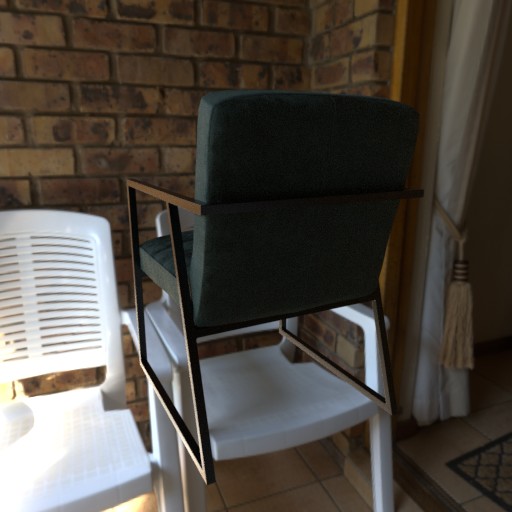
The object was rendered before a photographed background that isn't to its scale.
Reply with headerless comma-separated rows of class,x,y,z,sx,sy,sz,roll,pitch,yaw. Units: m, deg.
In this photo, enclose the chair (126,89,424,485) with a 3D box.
chair,0.000,0.000,1.264,0.571,0.833,0.677,-8,17,-27
